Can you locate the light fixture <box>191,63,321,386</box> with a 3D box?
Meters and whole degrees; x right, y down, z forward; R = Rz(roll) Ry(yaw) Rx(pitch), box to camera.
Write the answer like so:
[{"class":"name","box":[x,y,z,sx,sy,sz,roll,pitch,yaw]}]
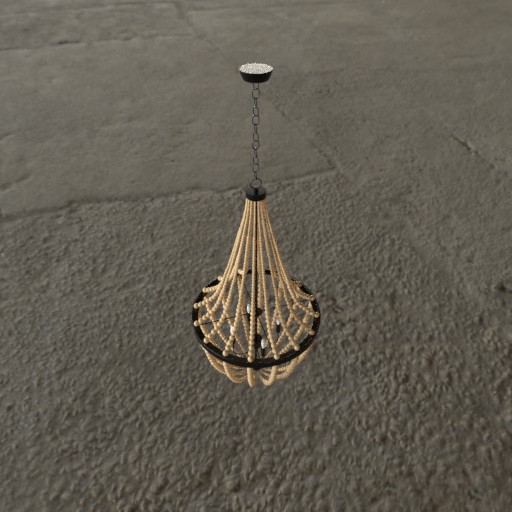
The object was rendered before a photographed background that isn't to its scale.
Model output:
[{"class":"light fixture","box":[0.000,0.000,1.392,0.450,1.133,0.450,0,40,0]}]
